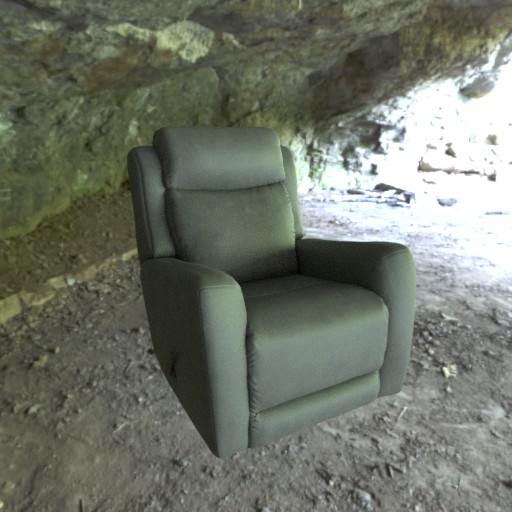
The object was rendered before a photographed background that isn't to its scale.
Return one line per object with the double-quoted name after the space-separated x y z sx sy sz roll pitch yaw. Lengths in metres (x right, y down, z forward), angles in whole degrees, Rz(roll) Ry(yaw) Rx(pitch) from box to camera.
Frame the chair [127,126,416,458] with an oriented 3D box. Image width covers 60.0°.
0.000 0.000 1.979 0.967 1.116 1.068 -8 18 -27 "chair"
